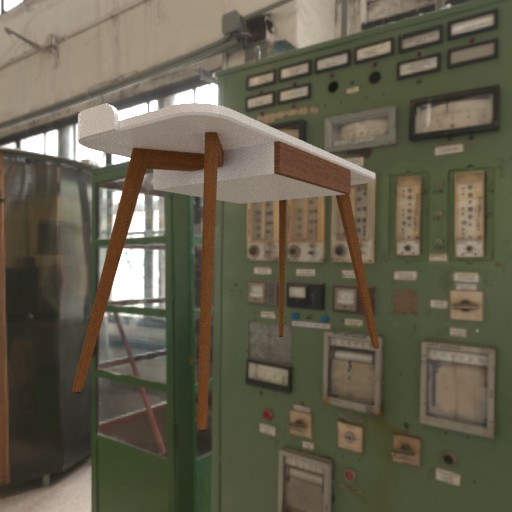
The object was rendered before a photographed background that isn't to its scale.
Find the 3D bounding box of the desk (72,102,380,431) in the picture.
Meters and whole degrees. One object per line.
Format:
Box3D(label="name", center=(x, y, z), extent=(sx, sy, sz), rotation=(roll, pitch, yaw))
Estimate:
Box3D(label="desk", center=(0.000, 0.000, 1.629), extent=(0.534, 0.807, 1.206), rotation=(0, 0, 35))
